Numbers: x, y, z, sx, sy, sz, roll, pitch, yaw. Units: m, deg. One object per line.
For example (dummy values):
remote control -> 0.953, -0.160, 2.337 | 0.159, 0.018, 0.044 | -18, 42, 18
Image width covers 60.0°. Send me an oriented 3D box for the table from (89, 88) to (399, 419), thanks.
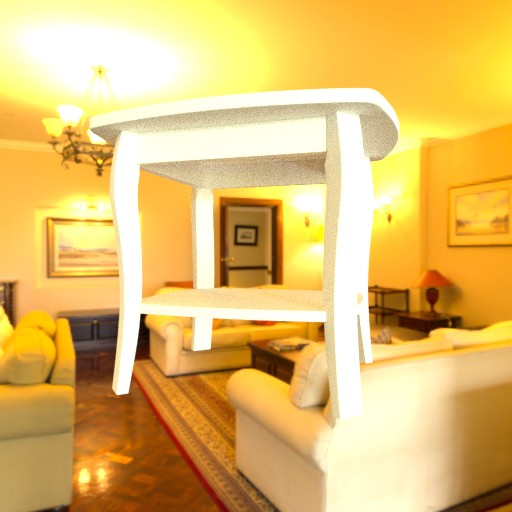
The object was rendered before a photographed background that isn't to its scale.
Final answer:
table -> 0.000, 0.000, 0.820 | 0.502, 0.438, 0.451 | 0, 1, 17
